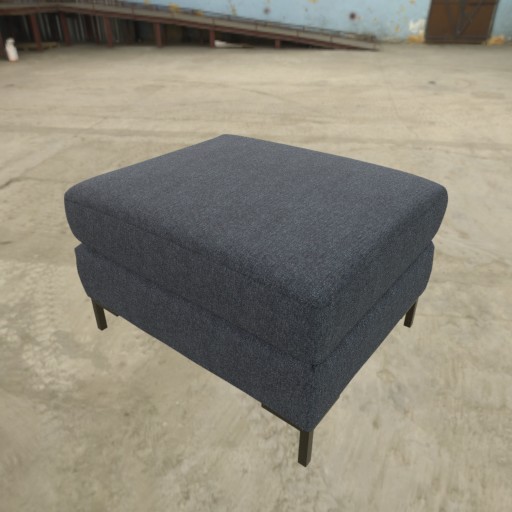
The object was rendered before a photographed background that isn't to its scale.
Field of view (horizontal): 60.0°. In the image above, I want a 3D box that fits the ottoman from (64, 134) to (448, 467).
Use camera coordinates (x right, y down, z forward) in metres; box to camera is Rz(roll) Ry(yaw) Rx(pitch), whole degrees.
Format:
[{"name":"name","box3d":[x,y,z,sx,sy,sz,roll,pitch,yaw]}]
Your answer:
[{"name":"ottoman","box3d":[0.000,0.000,1.304,0.831,0.533,0.695,22,37,32]}]
